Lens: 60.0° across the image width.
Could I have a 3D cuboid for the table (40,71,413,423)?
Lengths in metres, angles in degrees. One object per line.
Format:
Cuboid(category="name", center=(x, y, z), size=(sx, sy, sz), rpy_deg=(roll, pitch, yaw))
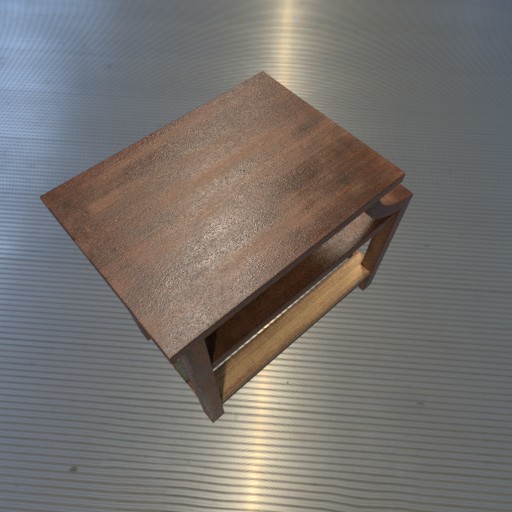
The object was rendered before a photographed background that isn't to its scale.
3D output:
Cuboid(category="table", center=(0.000, 0.000, 0.991), size=(0.609, 0.584, 0.356), rpy_deg=(-37, 65, -20))
